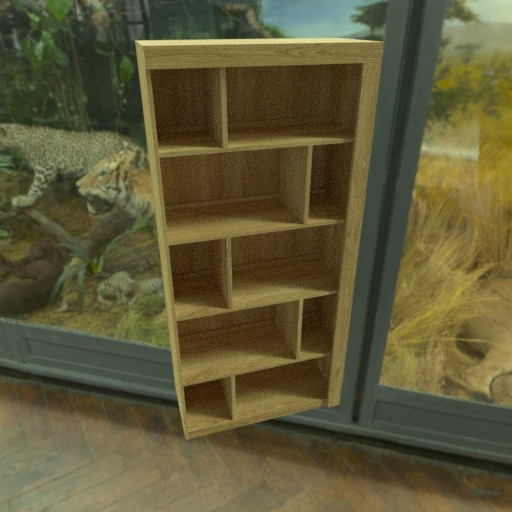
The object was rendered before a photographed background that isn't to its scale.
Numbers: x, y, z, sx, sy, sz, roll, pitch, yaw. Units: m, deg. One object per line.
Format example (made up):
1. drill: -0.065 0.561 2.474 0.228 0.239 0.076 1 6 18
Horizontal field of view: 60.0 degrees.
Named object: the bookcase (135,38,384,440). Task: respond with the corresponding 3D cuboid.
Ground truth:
1. bookcase: 0.000 0.000 2.313 0.950 2.020 0.420 -8 29 -15
